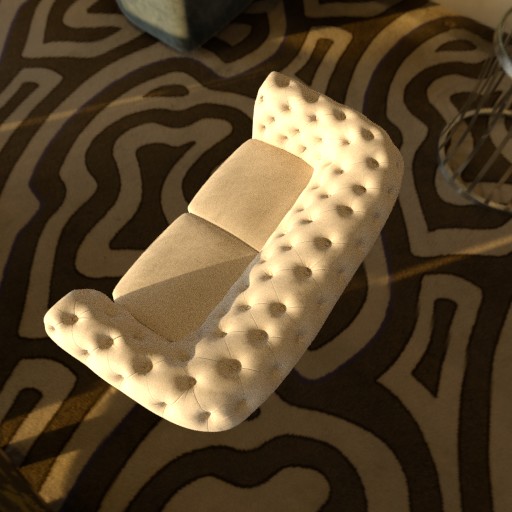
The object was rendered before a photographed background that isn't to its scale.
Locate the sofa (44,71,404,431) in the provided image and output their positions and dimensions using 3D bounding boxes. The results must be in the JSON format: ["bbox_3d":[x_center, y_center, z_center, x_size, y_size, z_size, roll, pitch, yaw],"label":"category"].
[{"bbox_3d":[0.000,0.000,2.526,1.069,0.835,1.988,31,67,15],"label":"sofa"}]
